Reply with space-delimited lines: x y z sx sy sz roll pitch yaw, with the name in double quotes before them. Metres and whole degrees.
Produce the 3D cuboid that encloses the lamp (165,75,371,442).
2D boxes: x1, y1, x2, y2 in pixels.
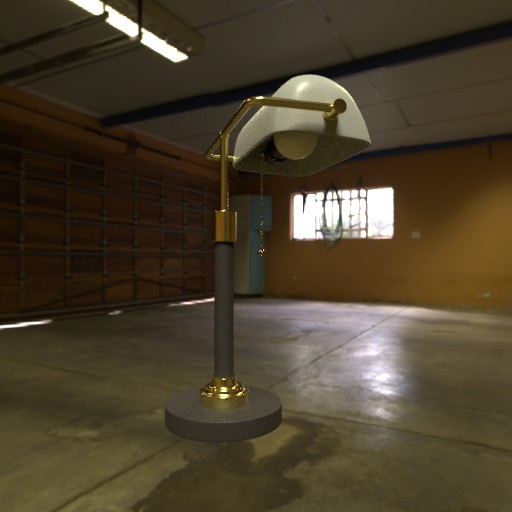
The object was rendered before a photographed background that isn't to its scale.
"lamp" 0.000 0.000 0.563 0.227 0.404 0.269 0 0 -17
